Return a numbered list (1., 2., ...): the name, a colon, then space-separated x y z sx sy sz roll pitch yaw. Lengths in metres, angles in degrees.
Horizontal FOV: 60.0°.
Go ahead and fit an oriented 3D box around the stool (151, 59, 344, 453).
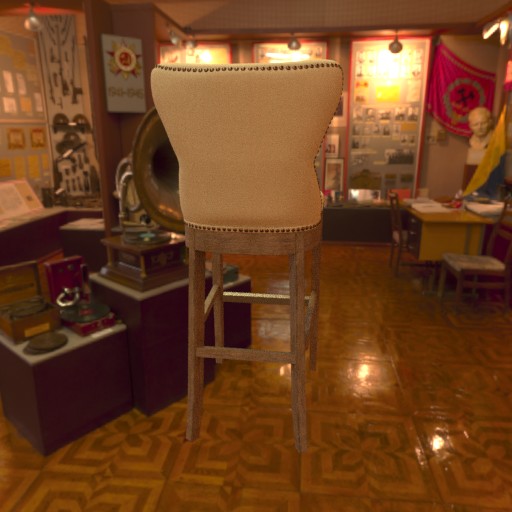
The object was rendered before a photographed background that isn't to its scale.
1. stool: 0.000 0.000 1.452 0.494 1.123 0.606 2 16 8
